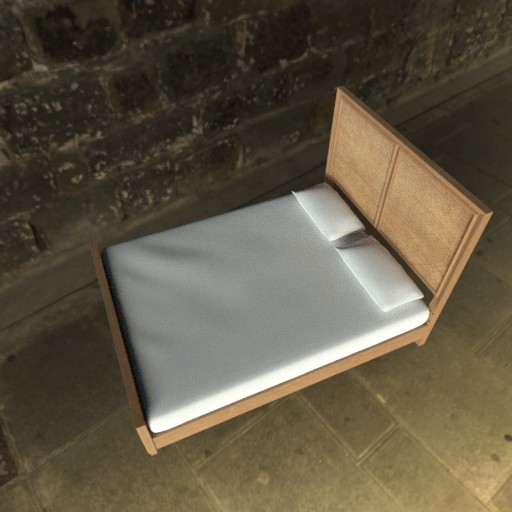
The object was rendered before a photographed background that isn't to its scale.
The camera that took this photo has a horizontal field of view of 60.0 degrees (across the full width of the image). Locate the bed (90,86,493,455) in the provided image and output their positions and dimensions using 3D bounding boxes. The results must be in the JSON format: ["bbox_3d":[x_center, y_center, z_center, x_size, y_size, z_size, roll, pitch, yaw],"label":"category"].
[{"bbox_3d":[0.000,0.000,3.183,2.184,1.387,1.606,-18,50,-16],"label":"bed"}]
